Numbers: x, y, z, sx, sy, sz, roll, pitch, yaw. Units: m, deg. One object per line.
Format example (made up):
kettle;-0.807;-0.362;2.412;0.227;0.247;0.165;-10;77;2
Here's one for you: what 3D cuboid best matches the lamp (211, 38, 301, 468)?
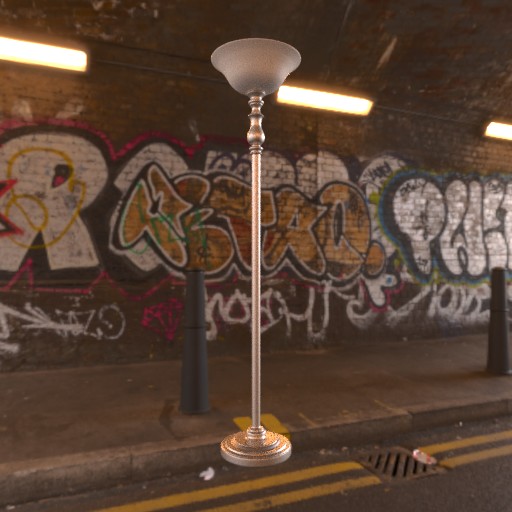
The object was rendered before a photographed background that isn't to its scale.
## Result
lamp;0.000;0.000;1.996;0.405;1.771;0.405;0;-1;17
